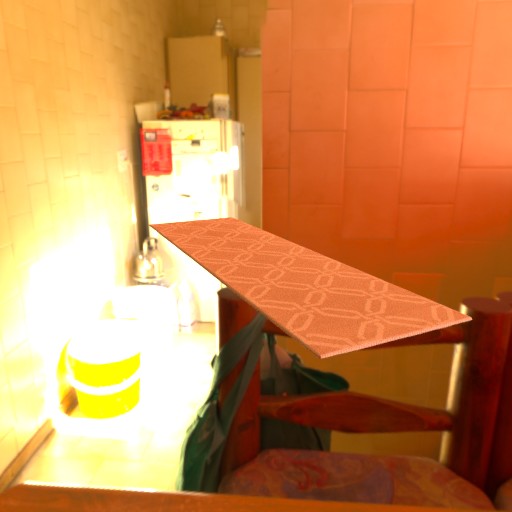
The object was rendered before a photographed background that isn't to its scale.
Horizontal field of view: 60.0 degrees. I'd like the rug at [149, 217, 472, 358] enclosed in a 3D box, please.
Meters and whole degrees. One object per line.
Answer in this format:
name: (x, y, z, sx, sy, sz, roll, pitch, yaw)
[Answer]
rug: (0.000, 0.000, 2.489, 0.678, 0.014, 2.276, -7, 17, -25)
